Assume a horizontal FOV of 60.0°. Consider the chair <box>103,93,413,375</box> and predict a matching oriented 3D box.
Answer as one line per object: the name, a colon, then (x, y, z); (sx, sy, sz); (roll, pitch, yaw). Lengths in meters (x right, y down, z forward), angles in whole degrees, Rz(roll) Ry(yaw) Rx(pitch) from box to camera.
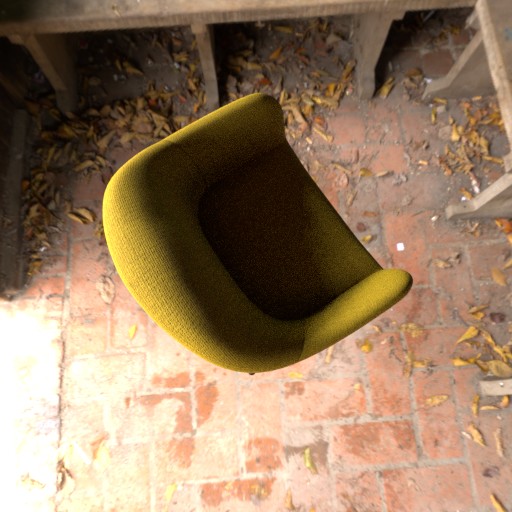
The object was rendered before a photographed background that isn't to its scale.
chair: (0.000, 0.000, 1.167); (0.550, 0.795, 0.590); (-32, 77, -8)
